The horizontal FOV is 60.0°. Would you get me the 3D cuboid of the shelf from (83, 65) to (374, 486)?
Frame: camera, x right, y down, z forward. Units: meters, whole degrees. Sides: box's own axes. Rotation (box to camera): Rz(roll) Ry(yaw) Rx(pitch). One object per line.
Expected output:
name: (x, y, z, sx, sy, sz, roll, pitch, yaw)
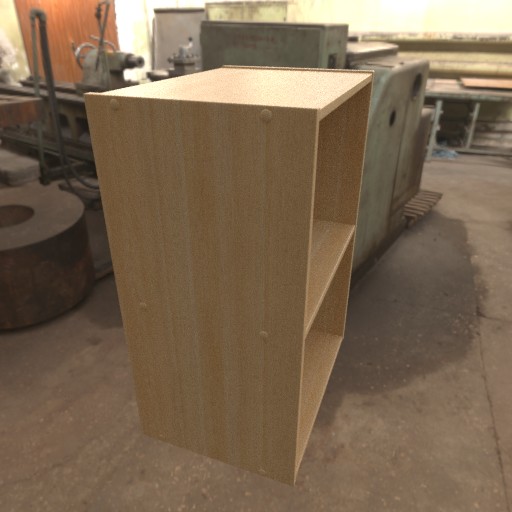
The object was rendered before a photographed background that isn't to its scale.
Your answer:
shelf: (0.000, 0.000, 0.797, 0.290, 0.592, 0.414, 10, 30, 19)
